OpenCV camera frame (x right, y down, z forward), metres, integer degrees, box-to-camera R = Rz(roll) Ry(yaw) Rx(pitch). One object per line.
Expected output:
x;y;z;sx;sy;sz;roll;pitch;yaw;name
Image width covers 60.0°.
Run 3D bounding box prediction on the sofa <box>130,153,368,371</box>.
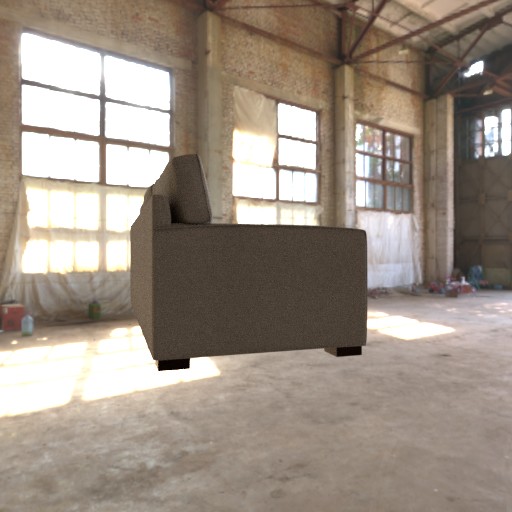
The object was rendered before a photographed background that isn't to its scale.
0.000;0.000;2.881;1.496;0.861;2.087;0;0;-18;sofa
